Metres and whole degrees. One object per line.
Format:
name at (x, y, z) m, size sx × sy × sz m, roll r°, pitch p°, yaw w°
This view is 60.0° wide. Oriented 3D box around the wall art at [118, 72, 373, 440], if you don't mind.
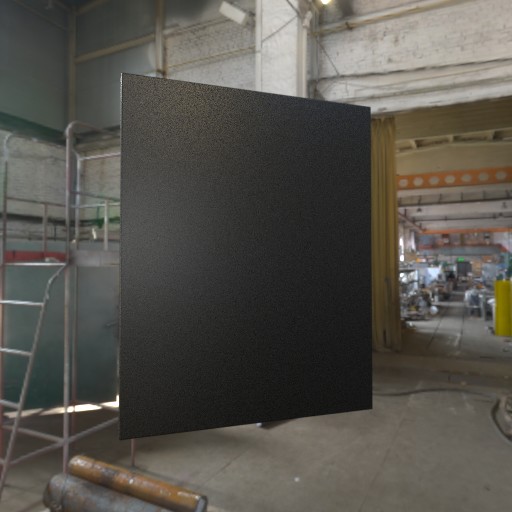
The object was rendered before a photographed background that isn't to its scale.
wall art at (0.000, 0.000, 1.617) m, size 0.950 × 1.194 × 0.053 m, roll 0°, pitch -1°, yaw -19°
